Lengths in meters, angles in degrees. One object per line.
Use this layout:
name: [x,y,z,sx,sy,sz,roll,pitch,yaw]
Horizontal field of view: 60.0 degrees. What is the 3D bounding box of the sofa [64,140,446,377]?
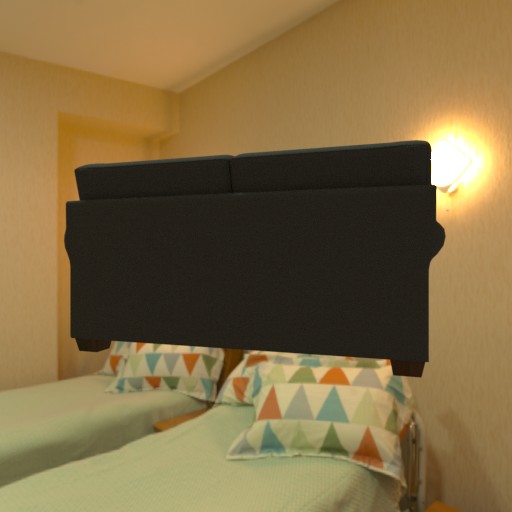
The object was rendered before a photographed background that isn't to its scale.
sofa: [0.000,0.000,2.520,1.930,1.020,0.940,0,0,18]
